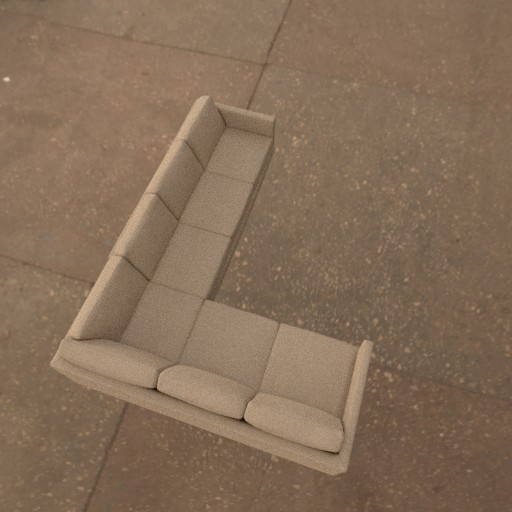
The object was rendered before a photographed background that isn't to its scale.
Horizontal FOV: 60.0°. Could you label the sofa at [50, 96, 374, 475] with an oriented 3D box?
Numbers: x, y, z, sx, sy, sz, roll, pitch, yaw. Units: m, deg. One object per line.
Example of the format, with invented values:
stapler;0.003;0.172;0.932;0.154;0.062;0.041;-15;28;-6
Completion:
sofa;0.000;0.000;4.259;2.432;0.863;3.182;16;62;9
